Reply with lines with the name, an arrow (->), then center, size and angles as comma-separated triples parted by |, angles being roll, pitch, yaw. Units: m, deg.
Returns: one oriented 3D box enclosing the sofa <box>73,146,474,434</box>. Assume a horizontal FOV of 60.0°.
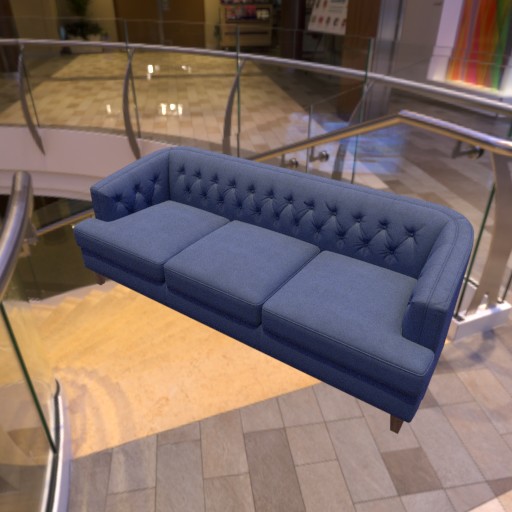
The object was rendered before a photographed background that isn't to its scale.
sofa -> 0.000, 0.000, 2.618 | 2.235, 0.787, 0.914 | 20, 36, 29
